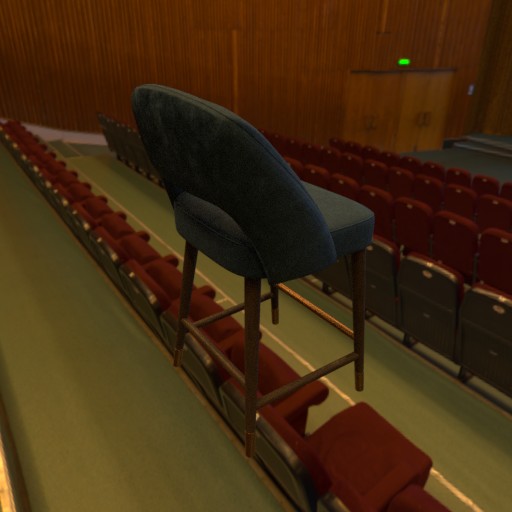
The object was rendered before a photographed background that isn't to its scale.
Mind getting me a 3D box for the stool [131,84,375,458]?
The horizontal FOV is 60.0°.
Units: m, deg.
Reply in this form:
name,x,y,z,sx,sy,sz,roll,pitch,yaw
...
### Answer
name,x,y,z,sx,sy,sz,roll,pitch,yaw
stool,0.000,0.000,1.242,0.524,0.925,0.536,-18,32,-31
